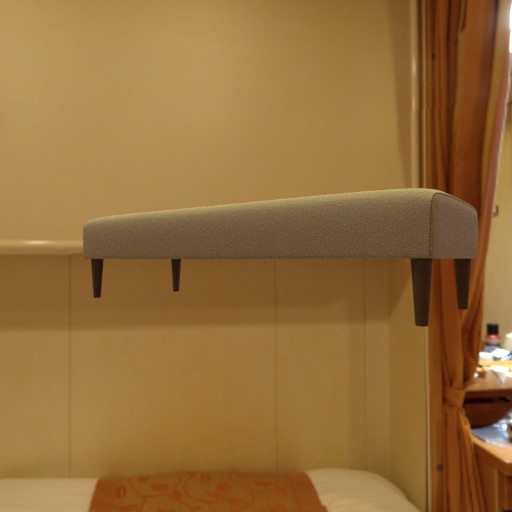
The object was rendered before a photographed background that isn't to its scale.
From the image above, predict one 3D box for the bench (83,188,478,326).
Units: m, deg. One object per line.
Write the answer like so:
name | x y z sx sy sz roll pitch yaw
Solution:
bench | 0.000 0.000 1.872 1.609 0.393 0.646 0 -1 37
